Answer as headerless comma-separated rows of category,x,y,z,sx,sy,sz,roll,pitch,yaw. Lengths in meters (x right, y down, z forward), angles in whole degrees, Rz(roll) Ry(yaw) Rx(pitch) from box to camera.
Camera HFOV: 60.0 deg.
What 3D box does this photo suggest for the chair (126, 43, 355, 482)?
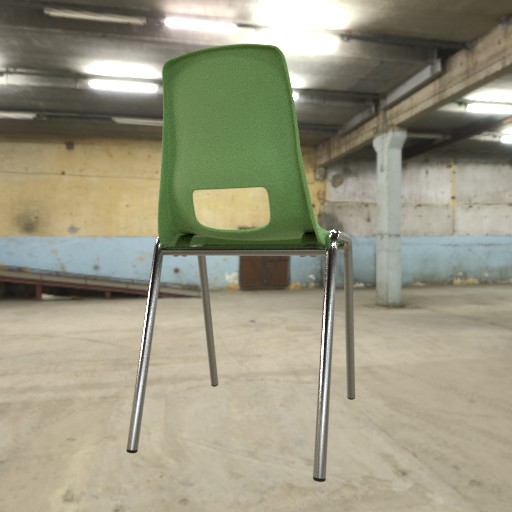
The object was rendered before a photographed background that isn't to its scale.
chair,0.000,0.000,0.940,0.381,0.704,0.436,0,0,17
